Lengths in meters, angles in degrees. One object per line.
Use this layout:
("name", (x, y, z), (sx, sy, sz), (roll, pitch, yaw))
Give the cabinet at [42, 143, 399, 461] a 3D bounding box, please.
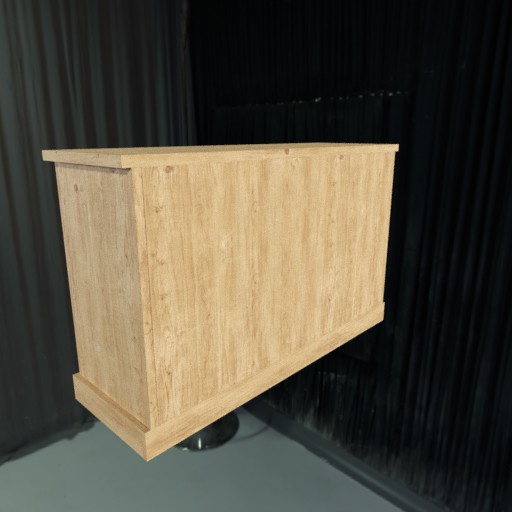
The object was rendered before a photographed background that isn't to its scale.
("cabinet", (0.000, 0.000, 1.692), (0.432, 0.810, 1.321), (14, 21, 42))
